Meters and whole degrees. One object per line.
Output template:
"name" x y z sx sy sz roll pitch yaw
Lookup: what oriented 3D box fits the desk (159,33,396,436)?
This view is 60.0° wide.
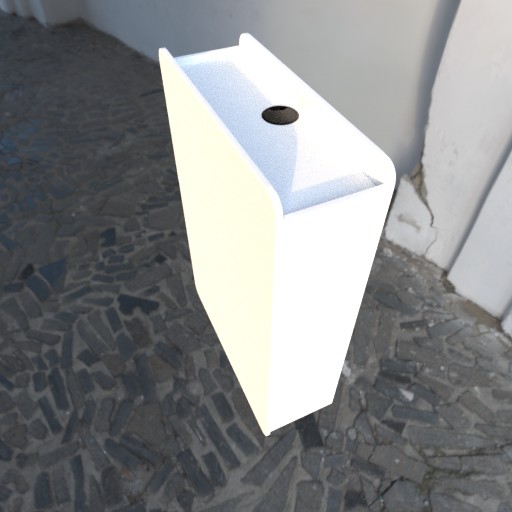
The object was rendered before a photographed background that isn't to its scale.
"desk" 0.000 0.000 1.534 0.278 1.190 0.795 -19 50 -16
